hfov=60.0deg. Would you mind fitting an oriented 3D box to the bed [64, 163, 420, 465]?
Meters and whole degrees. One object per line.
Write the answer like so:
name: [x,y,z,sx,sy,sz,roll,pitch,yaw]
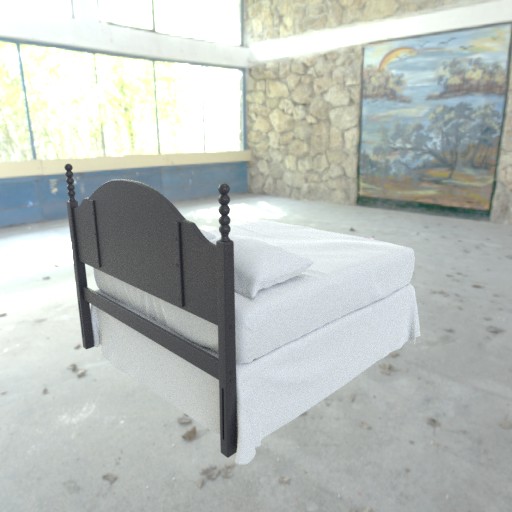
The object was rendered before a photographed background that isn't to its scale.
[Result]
bed: [0.000,0.000,3.271,2.040,1.356,1.873,-15,22,-43]
